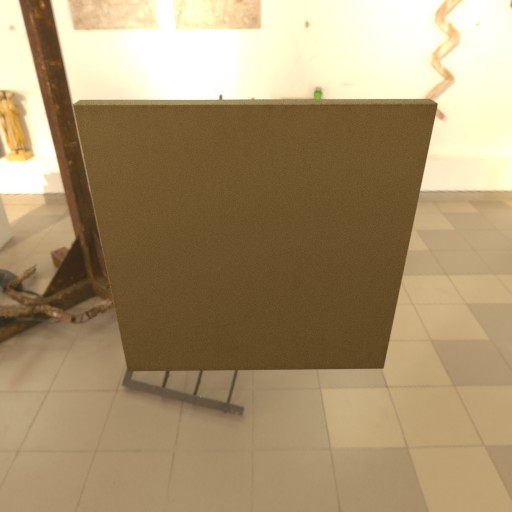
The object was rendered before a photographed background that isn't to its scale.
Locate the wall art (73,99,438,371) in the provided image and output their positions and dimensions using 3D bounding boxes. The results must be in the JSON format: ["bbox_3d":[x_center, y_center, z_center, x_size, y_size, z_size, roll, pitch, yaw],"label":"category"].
[{"bbox_3d":[0.000,0.000,0.752,0.503,0.506,0.030,0,31,-1],"label":"wall art"}]
